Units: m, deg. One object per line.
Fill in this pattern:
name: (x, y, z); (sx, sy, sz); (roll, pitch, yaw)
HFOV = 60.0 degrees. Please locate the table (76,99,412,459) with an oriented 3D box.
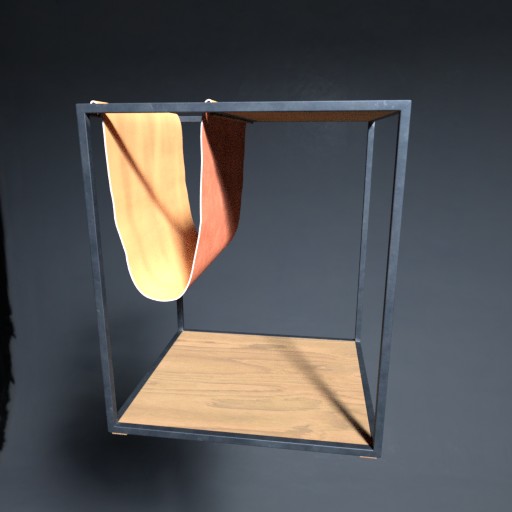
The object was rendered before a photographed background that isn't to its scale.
table: (0.000, 0.000, 0.843); (0.450, 0.536, 0.399); (2, 15, 8)
